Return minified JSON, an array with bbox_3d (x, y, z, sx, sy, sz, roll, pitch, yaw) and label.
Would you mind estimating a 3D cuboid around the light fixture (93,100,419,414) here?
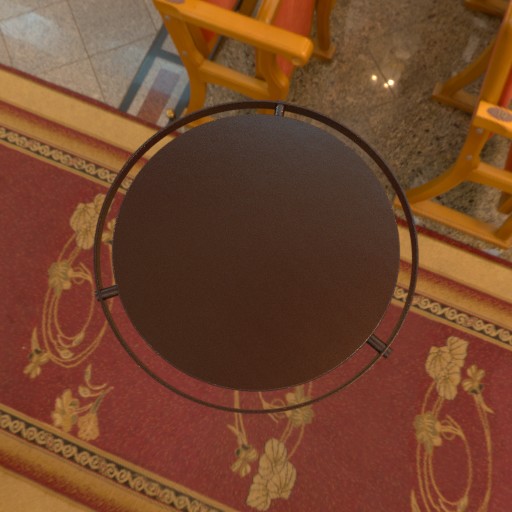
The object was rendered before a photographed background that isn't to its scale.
[{"bbox_3d":[0.000,0.000,0.551,0.361,0.130,0.361,0,75,0],"label":"light fixture"}]
